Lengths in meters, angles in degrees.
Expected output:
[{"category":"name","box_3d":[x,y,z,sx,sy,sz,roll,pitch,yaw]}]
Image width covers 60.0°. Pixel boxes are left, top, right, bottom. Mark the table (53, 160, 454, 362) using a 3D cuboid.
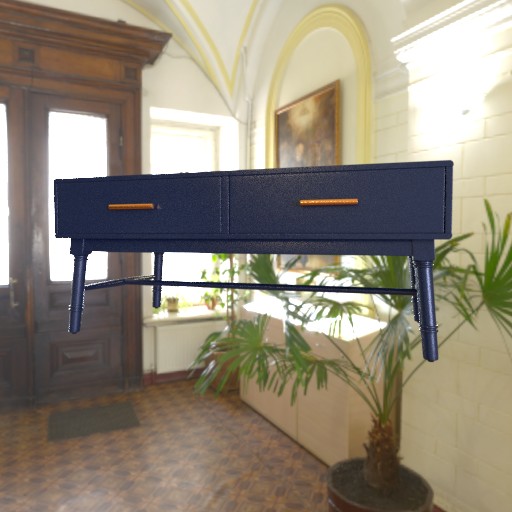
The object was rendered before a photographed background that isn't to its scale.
[{"category":"table","box_3d":[0.000,0.000,1.386,1.067,0.457,0.572,1,3,17]}]
